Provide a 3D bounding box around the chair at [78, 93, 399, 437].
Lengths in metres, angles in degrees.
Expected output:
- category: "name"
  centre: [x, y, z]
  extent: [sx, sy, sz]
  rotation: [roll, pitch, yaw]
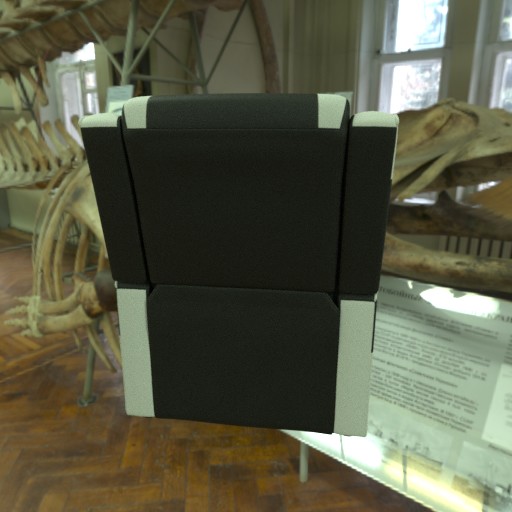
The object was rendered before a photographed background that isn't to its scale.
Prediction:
- category: "chair"
  centre: [0.000, 0.000, 1.232]
  extent: [0.620, 0.805, 0.672]
  rotation: [2, 16, 8]
